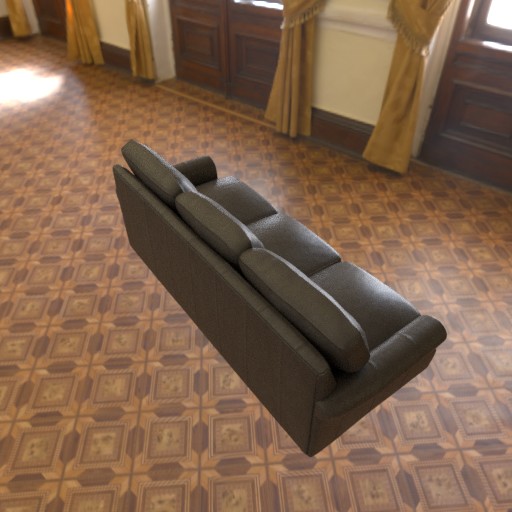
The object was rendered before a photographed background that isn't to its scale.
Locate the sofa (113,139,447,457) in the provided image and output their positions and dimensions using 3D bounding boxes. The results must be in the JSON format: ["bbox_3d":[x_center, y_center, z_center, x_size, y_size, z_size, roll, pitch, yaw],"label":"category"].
[{"bbox_3d":[0.000,0.000,2.895,0.974,0.977,2.387,-26,47,-27],"label":"sofa"}]
